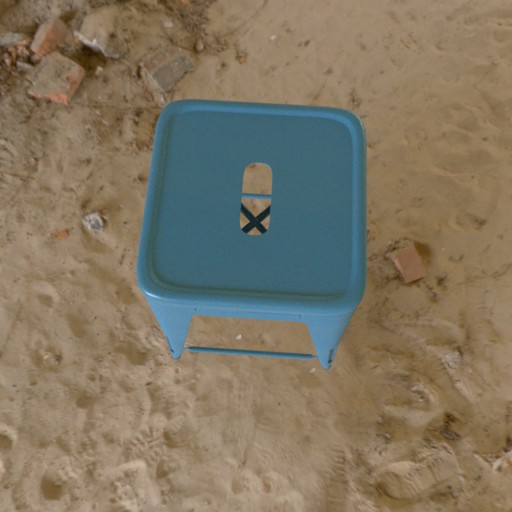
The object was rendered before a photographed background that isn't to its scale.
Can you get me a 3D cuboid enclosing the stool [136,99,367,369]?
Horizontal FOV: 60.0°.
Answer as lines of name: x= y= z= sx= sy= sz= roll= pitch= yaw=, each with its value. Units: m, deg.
stool: x=0.000 y=0.000 z=0.904 sx=0.410 sy=0.608 sz=0.410 roll=4 pitch=74 yaw=1
